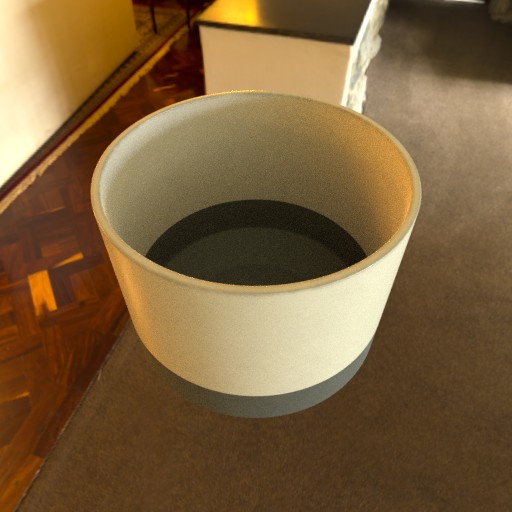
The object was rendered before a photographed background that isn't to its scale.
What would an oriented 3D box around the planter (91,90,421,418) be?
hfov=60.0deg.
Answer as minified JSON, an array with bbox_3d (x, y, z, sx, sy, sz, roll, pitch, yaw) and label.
[{"bbox_3d":[0.000,0.000,0.216,0.128,0.105,0.128,0,47,0],"label":"planter"}]
